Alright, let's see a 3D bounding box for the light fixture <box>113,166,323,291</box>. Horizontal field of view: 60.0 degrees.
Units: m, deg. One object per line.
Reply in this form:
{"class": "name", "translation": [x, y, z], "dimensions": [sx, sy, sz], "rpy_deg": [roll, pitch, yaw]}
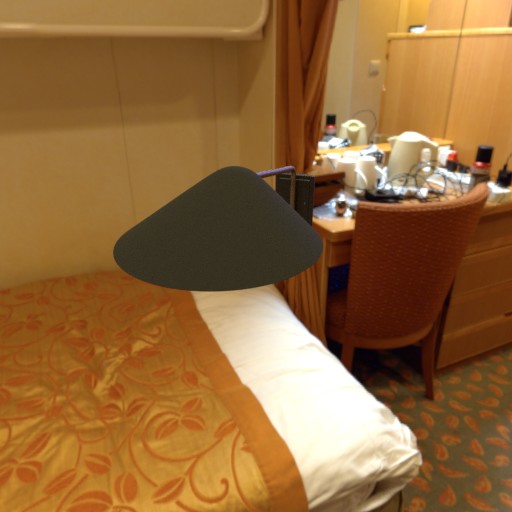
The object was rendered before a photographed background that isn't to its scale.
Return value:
{"class": "light fixture", "translation": [0.000, 0.000, 0.672], "dimensions": [0.240, 0.312, 0.516], "rpy_deg": [8, 26, 16]}
